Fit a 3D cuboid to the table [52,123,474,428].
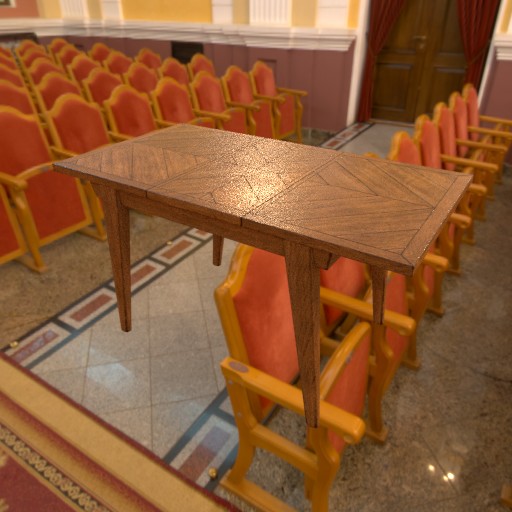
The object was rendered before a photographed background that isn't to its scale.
[{"bbox_3d":[0.000,0.000,1.861,1.400,0.760,0.757,18,35,28],"label":"table"}]
